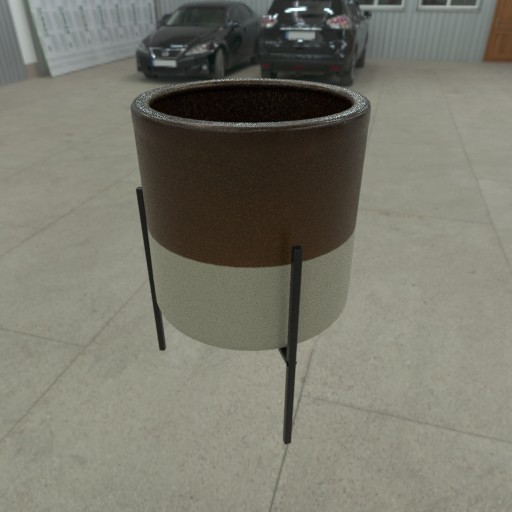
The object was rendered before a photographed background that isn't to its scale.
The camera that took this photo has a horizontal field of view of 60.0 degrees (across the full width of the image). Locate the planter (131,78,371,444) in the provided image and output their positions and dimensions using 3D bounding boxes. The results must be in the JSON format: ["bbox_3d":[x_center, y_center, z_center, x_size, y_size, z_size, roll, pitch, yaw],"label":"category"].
[{"bbox_3d":[0.000,0.000,0.550,0.255,0.375,0.269,-10,32,-16],"label":"planter"}]
